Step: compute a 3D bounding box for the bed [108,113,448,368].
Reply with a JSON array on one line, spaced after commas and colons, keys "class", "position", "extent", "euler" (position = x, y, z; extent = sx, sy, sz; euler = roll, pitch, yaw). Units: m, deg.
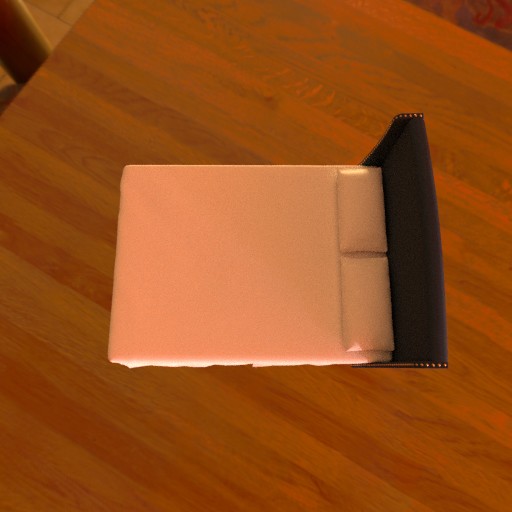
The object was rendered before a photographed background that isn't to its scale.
[{"class": "bed", "position": [0.000, 0.000, 3.251], "extent": [2.223, 1.402, 1.604], "euler": [0, 76, 0]}]
